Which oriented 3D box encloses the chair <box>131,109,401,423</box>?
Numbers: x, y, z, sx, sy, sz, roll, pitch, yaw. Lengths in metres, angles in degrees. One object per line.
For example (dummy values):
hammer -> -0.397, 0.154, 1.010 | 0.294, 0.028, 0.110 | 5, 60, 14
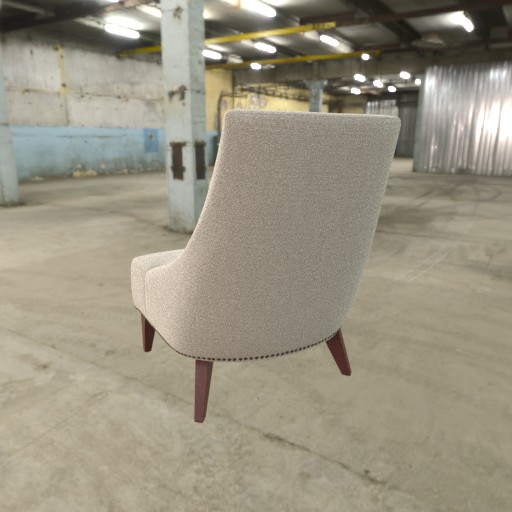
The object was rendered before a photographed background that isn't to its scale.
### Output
chair -> 0.000, 0.000, 1.541 | 0.701, 0.909, 0.861 | -8, 16, -28
